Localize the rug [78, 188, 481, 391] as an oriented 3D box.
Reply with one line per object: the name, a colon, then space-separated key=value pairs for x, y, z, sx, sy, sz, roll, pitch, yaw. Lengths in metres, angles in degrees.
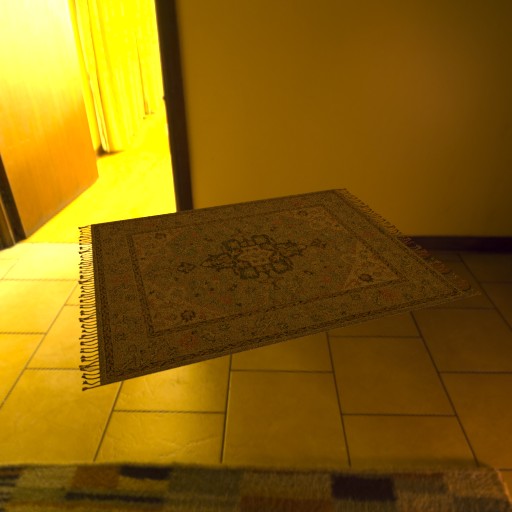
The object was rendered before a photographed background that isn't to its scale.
rug: x=0.000 y=0.000 z=3.493 sx=2.651 sy=0.010 sz=1.971 roll=-10 pitch=33 yaw=-16
